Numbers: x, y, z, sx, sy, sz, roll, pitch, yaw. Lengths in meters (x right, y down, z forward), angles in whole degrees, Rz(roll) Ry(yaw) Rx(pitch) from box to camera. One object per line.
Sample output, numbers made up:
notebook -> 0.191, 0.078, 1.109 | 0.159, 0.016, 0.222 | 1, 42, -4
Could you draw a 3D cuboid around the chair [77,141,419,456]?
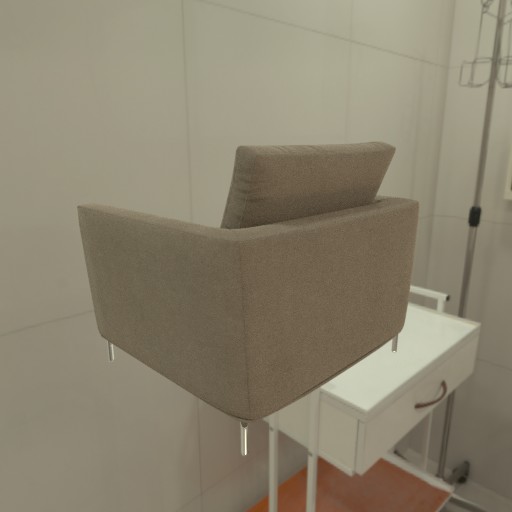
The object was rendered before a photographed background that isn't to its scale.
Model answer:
chair -> 0.000, 0.000, 1.726 | 0.889, 0.864, 1.041 | 14, 21, 43
